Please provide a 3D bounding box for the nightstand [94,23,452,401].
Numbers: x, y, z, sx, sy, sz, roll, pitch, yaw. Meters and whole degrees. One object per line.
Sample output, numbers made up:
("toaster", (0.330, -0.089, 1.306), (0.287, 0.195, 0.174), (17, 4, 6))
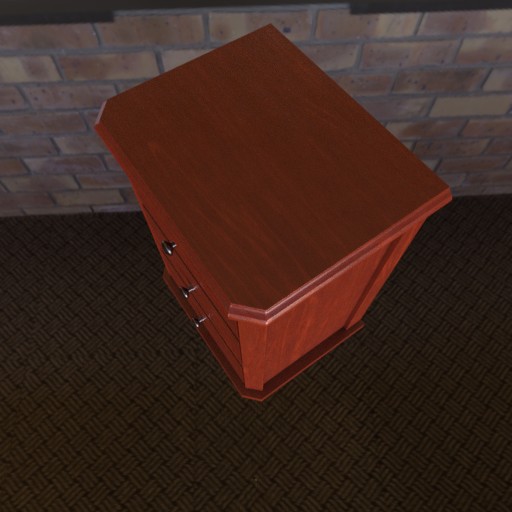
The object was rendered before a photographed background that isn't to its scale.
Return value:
("nightstand", (0.000, 0.000, 0.931), (0.351, 0.681, 0.435), (-32, 68, -15))
